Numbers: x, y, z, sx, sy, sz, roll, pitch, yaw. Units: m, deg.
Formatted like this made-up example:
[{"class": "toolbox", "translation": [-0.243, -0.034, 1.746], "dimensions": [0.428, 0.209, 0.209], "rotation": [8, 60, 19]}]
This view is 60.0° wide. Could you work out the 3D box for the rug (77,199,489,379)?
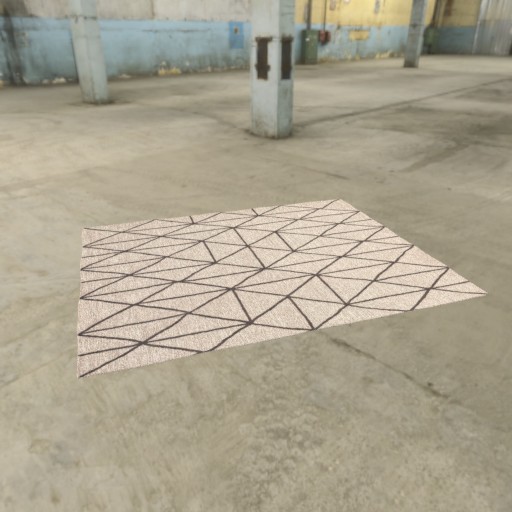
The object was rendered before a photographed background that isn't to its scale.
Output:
[{"class": "rug", "translation": [0.000, 0.000, 4.075], "dimensions": [3.061, 0.022, 2.468], "rotation": [-8, 27, -17]}]
